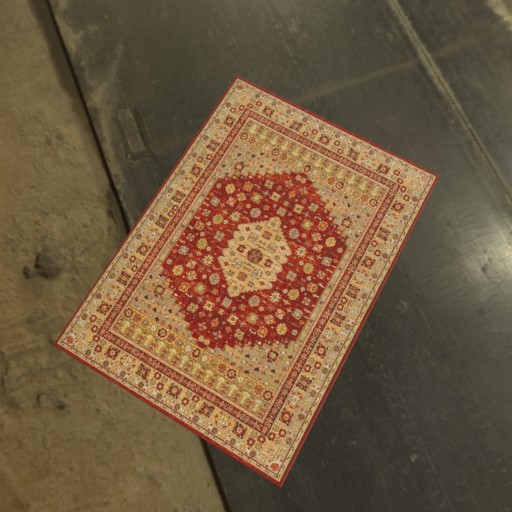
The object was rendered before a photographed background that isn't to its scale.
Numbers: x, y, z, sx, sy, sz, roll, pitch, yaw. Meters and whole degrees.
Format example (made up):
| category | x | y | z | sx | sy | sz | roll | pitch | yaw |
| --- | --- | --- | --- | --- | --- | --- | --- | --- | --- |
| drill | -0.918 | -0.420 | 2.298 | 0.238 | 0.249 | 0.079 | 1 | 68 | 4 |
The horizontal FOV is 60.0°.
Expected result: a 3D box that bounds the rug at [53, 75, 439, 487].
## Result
| category | x | y | z | sx | sy | sz | roll | pitch | yaw |
| --- | --- | --- | --- | --- | --- | --- | --- | --- | --- |
| rug | 0.000 | 0.000 | 2.858 | 1.593 | 0.013 | 2.211 | 29 | 77 | 7 |
